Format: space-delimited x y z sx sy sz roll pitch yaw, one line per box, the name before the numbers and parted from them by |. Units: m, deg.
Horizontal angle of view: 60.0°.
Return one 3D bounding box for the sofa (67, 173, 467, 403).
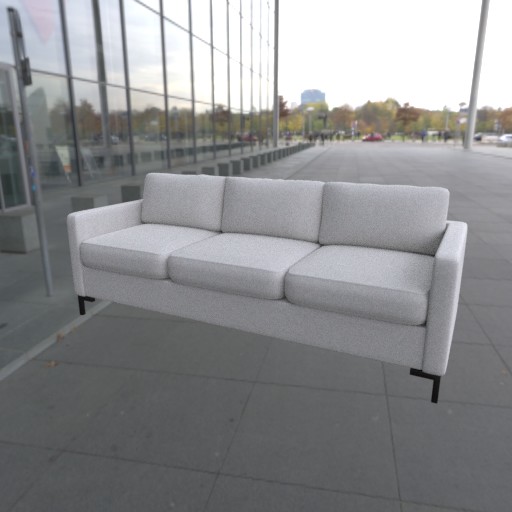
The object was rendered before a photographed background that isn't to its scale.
sofa | 0.000 0.000 2.641 2.218 0.874 0.859 8 17 26
